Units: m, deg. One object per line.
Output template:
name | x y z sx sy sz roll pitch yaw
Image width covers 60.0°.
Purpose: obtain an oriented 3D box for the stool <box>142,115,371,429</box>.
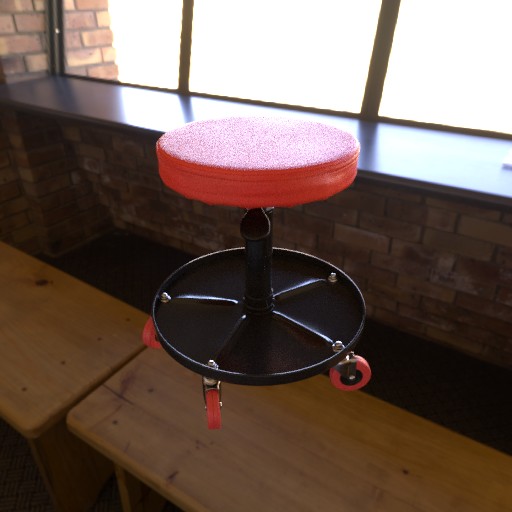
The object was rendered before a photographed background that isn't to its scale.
stool | 0.000 0.000 0.684 0.381 0.365 0.382 1 31 1
